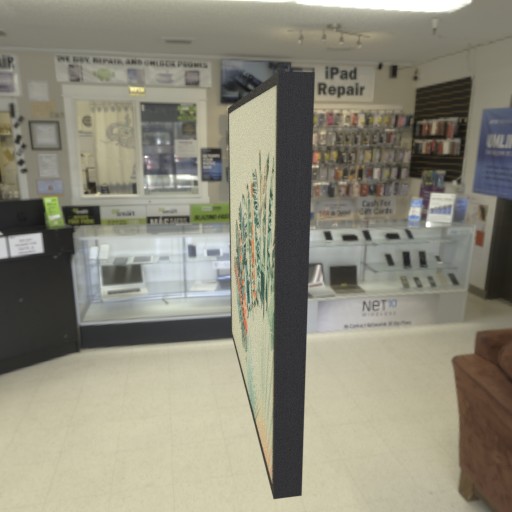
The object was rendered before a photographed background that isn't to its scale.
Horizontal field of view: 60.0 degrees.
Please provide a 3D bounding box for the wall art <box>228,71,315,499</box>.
[{"bbox_3d":[0.000,0.000,0.745,0.037,0.507,0.509,-2,15,-9],"label":"wall art"}]
